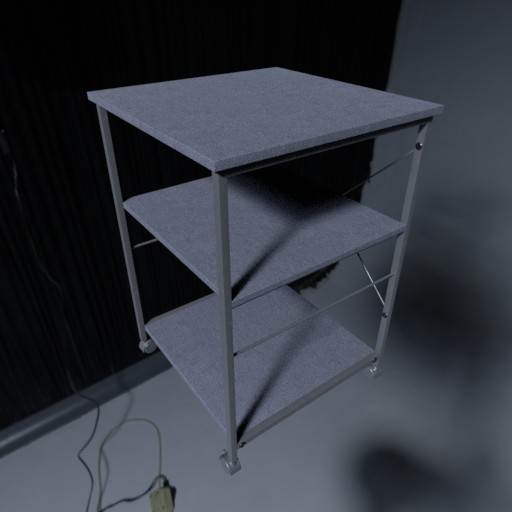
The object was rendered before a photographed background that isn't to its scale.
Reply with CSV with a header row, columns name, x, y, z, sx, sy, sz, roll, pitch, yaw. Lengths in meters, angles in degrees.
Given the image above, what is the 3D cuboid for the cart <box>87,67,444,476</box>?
name,x,y,z,sx,sy,sz,roll,pitch,yaw
cart,0.000,0.000,1.108,0.520,0.762,0.521,-21,38,-30
